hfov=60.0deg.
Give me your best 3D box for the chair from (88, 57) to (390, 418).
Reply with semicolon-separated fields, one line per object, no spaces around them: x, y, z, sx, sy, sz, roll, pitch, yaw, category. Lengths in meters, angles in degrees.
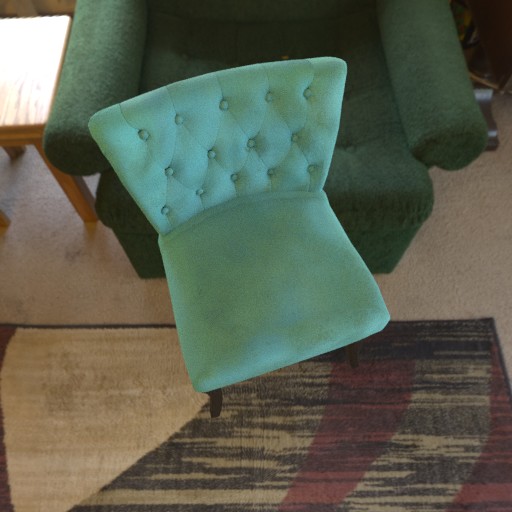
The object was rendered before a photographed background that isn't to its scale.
0.000;0.000;1.178;0.582;0.750;0.605;-17;64;-8;chair
